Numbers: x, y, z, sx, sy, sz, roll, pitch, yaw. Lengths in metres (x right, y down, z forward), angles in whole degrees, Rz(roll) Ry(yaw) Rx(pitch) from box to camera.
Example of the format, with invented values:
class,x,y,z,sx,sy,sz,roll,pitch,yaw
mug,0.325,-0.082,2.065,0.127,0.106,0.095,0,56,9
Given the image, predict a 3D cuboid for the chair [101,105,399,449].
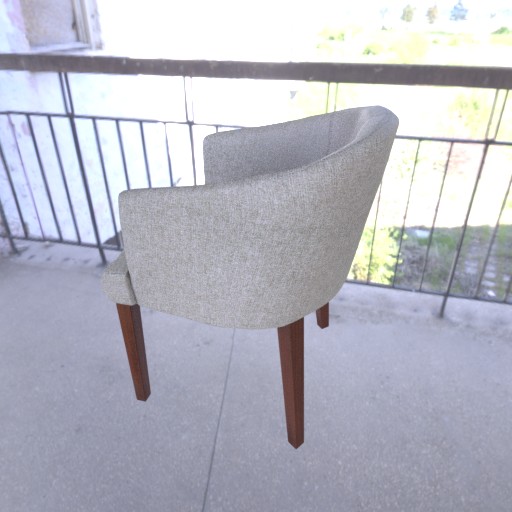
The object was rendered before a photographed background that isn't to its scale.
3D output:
class,x,y,z,sx,sy,sz,roll,pitch,yaw
chair,0.000,0.000,1.242,0.655,0.811,0.583,8,30,14
